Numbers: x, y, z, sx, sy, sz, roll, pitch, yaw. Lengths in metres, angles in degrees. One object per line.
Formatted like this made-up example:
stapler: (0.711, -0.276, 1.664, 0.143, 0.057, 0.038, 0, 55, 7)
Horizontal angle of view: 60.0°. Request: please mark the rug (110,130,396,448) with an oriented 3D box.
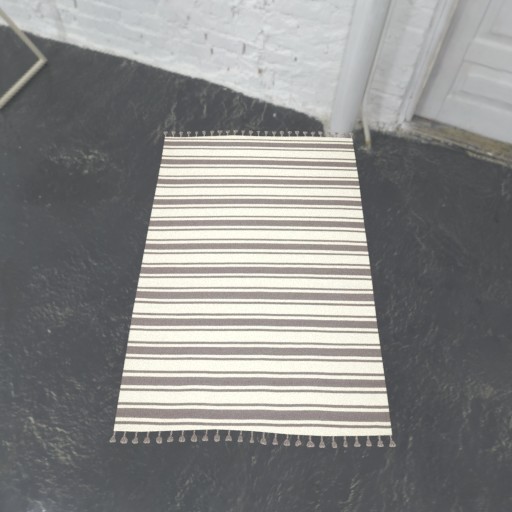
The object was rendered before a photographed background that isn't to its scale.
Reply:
rug: (0.000, 0.000, 3.041, 1.563, 0.014, 2.425, 1, 59, 1)
